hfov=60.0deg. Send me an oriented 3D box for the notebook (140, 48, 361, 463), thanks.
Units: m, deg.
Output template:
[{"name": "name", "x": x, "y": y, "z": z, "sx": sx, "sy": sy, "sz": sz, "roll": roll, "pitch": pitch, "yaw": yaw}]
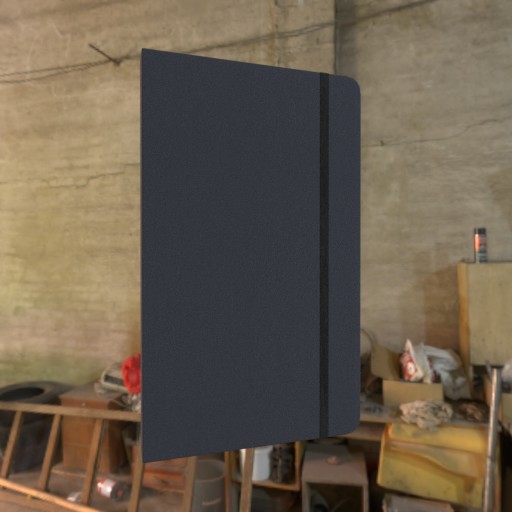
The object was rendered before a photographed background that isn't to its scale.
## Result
[{"name": "notebook", "x": 0.000, "y": 0.000, "z": 0.253, "sx": 0.127, "sy": 0.213, "sz": 0.016, "roll": 0, "pitch": 0, "yaw": -18}]
